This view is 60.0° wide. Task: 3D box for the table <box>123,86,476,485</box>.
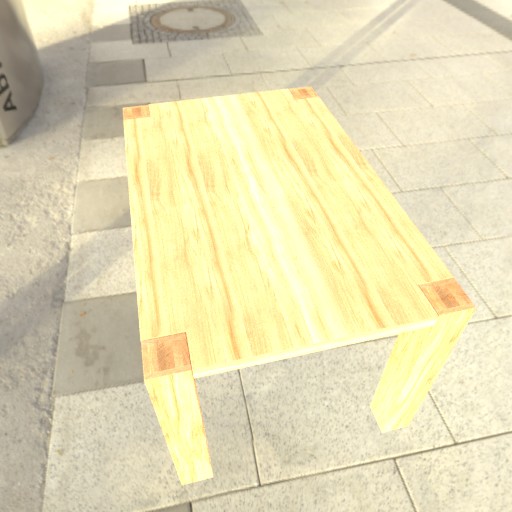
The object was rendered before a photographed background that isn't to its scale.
[{"bbox_3d":[0.000,0.000,1.881,0.900,0.760,1.400,-10,46,-10],"label":"table"}]
